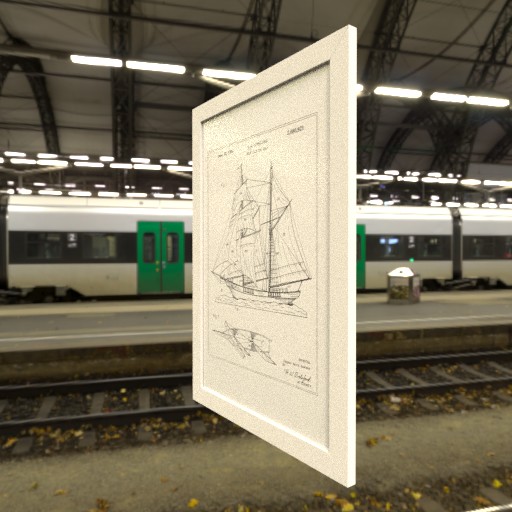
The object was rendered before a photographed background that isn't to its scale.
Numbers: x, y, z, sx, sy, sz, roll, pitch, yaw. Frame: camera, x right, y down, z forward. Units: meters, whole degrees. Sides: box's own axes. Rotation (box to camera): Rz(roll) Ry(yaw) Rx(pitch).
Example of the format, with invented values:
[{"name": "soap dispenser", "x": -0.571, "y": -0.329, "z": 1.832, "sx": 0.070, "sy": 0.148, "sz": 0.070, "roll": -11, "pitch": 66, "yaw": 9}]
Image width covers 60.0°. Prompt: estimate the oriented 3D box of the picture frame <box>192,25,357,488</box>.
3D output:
[{"name": "picture frame", "x": 0.000, "y": 0.000, "z": 0.574, "sx": 0.011, "sy": 0.459, "sz": 0.326, "roll": -1, "pitch": 1, "yaw": -36}]
